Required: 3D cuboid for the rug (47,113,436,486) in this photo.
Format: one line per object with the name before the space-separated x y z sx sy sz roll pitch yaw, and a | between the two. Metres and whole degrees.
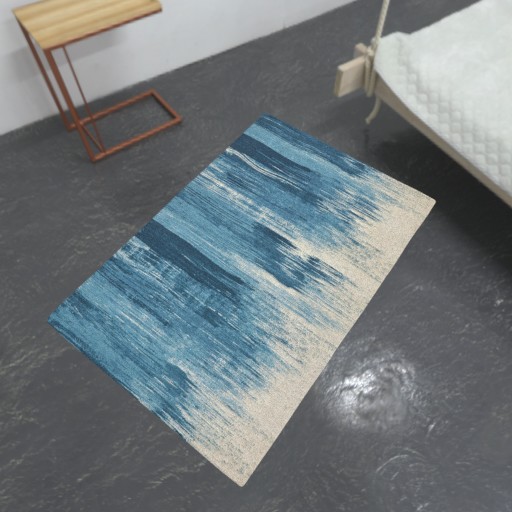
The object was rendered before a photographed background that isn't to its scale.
rug | 0.000 0.000 2.362 1.232 0.009 1.836 33 65 18
